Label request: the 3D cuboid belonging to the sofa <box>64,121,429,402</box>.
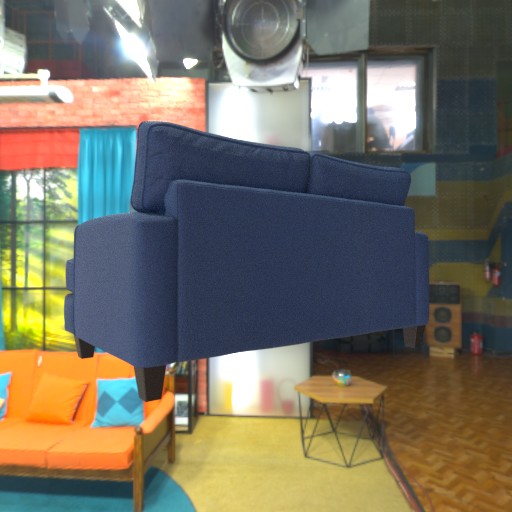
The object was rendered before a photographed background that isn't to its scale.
[{"bbox_3d":[0.000,0.000,2.252,1.651,0.965,0.965,0,-1,-37],"label":"sofa"}]
